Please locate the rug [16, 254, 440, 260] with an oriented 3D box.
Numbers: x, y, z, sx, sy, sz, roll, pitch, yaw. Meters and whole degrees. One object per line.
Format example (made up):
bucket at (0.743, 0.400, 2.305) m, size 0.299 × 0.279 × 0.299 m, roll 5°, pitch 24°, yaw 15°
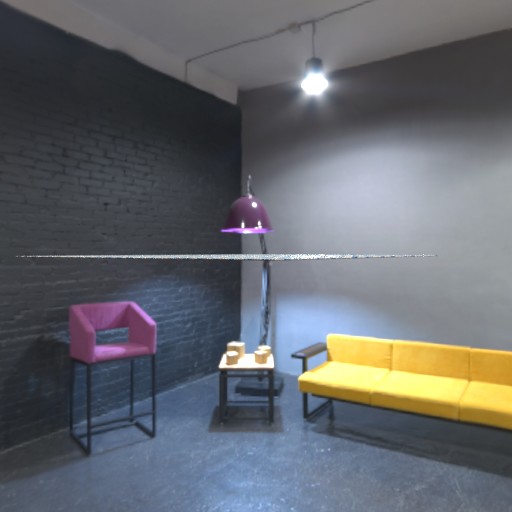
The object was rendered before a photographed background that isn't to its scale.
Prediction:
rug at (0.000, 0.000, 4.007) m, size 2.453 × 0.008 × 3.059 m, roll 0°, pitch 1°, yaw 36°
